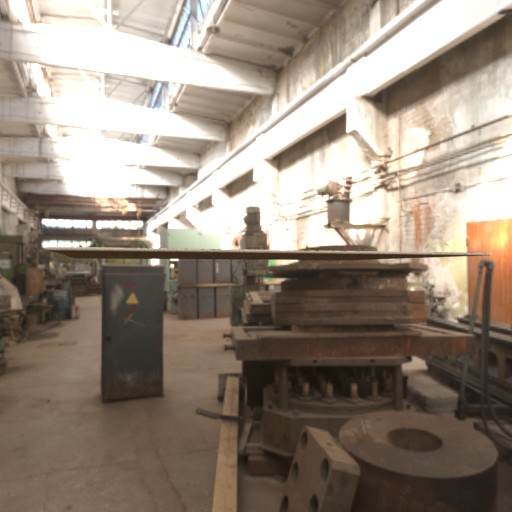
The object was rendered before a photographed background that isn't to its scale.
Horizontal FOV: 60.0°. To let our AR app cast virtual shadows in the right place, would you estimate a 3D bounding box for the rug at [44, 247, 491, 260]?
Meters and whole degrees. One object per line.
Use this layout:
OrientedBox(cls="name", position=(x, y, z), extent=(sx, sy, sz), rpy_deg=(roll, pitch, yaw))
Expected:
OrientedBox(cls="rug", position=(0.000, 0.000, 2.285), extent=(1.831, 0.012, 1.213), rpy_deg=(1, -2, -18))
